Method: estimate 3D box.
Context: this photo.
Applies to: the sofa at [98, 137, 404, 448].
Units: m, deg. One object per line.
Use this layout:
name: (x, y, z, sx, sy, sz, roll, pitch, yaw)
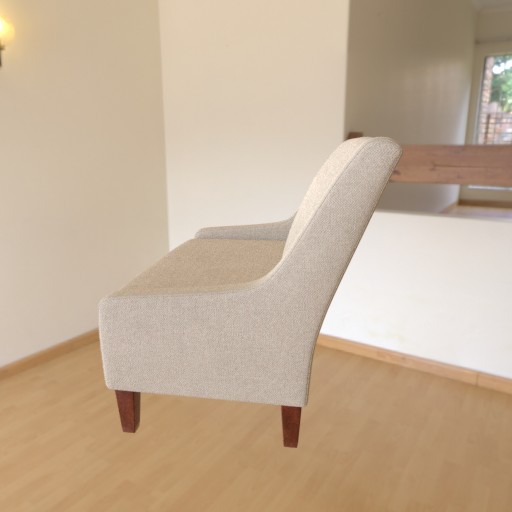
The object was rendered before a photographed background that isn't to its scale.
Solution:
sofa: (0.000, 0.000, 1.898, 0.946, 0.976, 1.212, 2, 14, 8)
